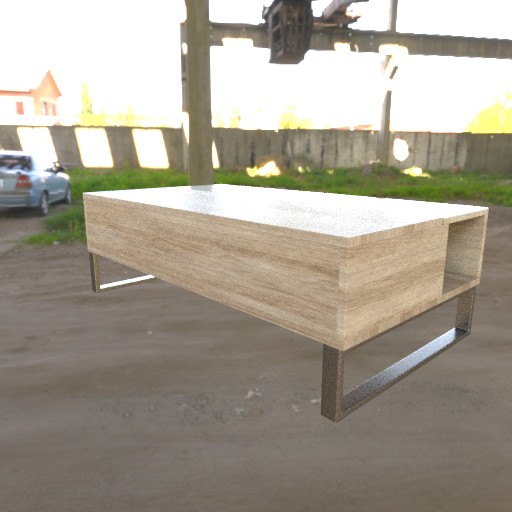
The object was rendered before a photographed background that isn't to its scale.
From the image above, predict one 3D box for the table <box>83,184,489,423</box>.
[{"bbox_3d":[0.000,0.000,1.365,0.600,0.350,1.100,-12,18,-41],"label":"table"}]
